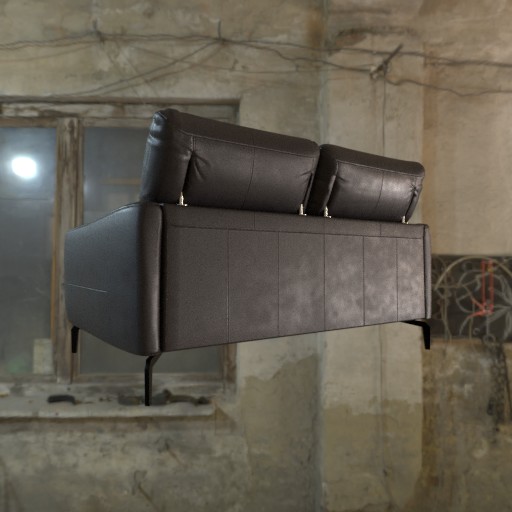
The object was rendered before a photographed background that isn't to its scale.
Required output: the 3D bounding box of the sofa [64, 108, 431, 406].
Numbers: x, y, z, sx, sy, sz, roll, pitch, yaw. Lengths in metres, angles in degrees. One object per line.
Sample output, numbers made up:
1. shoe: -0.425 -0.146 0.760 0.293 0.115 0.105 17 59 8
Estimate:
1. sofa: 0.000 0.000 2.129 1.596 0.920 0.958 0 -1 -36
